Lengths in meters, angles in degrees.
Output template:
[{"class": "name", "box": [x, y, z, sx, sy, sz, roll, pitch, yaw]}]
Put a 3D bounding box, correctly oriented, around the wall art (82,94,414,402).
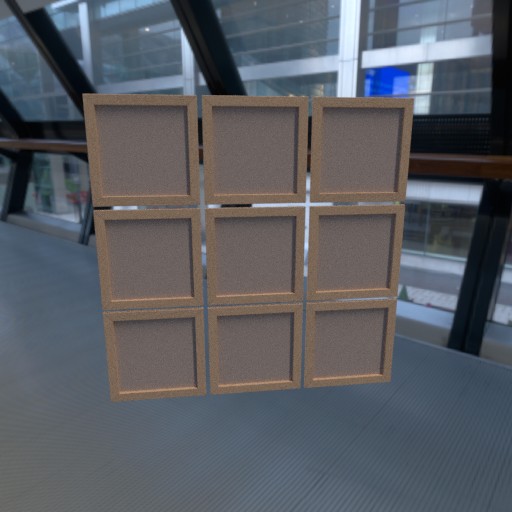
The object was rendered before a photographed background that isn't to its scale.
[{"class": "wall art", "box": [0.000, 0.000, 1.337, 0.917, 0.910, 0.012, -2, 15, -7]}]
